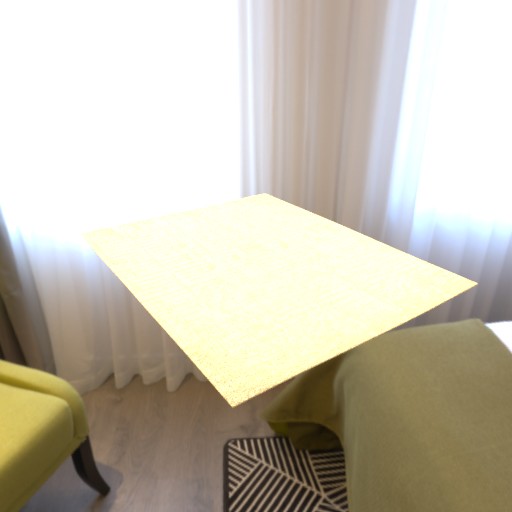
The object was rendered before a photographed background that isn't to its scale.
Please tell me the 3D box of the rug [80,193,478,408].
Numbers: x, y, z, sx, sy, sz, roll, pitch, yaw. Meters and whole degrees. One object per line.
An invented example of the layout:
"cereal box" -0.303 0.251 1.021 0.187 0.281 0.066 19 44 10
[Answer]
"rug" 0.000 0.000 4.206 2.447 0.014 3.061 -17 30 -31
